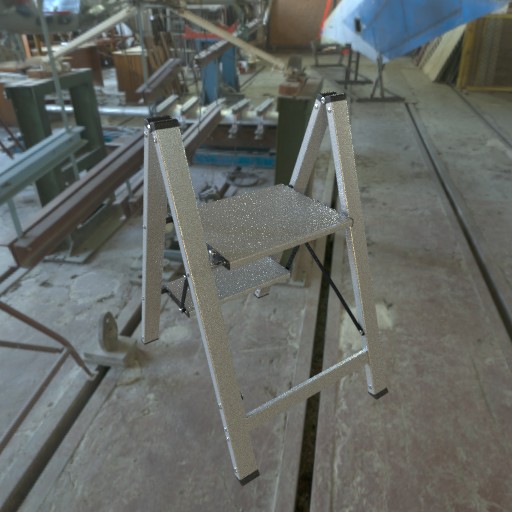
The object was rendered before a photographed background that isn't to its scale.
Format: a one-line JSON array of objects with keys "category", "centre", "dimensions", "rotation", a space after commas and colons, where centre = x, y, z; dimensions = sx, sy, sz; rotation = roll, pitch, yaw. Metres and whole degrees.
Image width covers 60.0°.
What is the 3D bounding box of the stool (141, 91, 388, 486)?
[{"category": "stool", "centre": [0.000, 0.000, 1.015], "dimensions": [0.440, 0.670, 0.535], "rotation": [-19, 36, -29]}]
